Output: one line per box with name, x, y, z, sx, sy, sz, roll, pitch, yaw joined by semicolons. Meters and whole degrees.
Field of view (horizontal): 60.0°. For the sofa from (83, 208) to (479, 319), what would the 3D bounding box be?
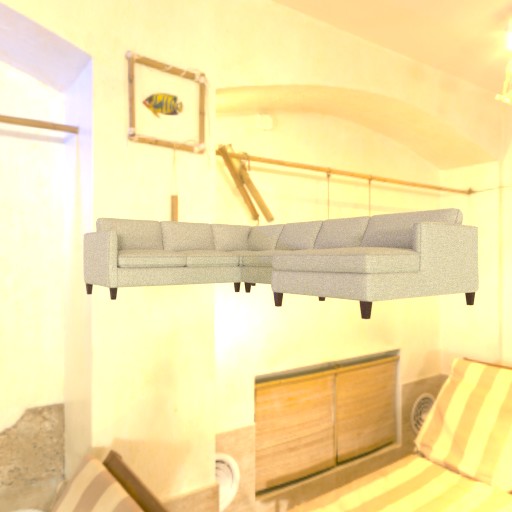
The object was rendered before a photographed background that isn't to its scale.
sofa;0.000;0.000;4.565;2.551;0.889;3.403;0;0;-37
